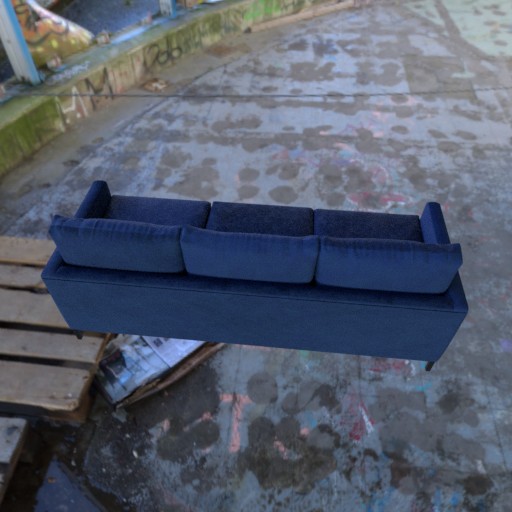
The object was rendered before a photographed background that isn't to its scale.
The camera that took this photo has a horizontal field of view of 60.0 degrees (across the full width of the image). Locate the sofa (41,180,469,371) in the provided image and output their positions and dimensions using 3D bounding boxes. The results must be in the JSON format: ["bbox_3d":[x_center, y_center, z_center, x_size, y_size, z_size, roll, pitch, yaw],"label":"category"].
[{"bbox_3d":[0.000,0.000,2.696,2.252,0.879,0.875,4,47,4],"label":"sofa"}]
